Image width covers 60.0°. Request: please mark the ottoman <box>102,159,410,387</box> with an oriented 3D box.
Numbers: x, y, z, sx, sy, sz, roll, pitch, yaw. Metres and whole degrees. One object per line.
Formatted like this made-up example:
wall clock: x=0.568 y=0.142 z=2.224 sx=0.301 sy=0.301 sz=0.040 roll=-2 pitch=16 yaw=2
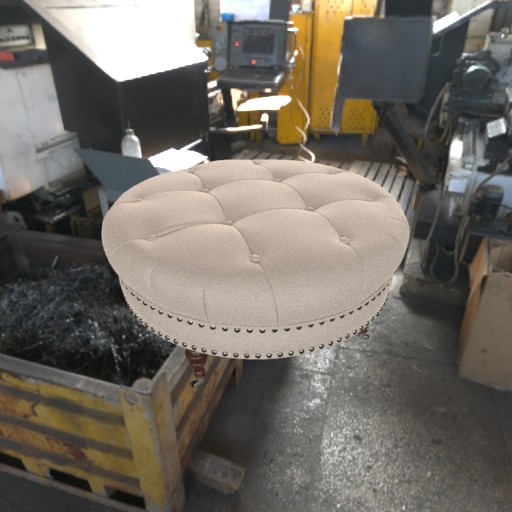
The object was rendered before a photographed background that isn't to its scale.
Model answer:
ottoman: x=0.000 y=0.000 z=1.424 sx=0.901 sy=0.439 sz=0.901 roll=0 pitch=31 yaw=0
